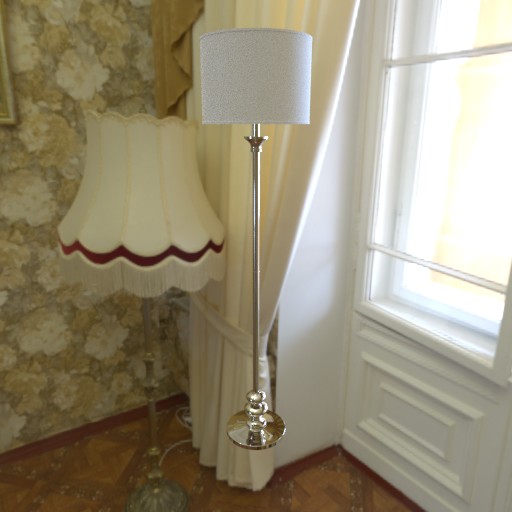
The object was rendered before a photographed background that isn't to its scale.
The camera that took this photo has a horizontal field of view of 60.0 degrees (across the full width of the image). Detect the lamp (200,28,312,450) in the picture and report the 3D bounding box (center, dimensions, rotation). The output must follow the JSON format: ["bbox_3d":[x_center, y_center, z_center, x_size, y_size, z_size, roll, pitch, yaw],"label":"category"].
[{"bbox_3d":[0.000,0.000,1.611,0.356,1.487,0.356,2,17,8],"label":"lamp"}]
